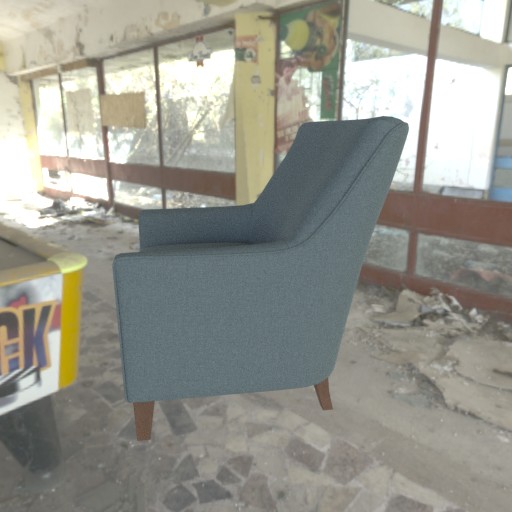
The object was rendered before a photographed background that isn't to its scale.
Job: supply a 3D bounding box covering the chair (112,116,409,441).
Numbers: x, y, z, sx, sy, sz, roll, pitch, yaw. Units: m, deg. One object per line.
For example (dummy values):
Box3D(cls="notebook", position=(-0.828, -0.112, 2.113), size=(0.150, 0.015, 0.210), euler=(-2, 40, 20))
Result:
Box3D(cls="chair", position=(0.000, 0.000, 1.550), size=(0.879, 0.916, 0.756), euler=(-2, 16, -9))
